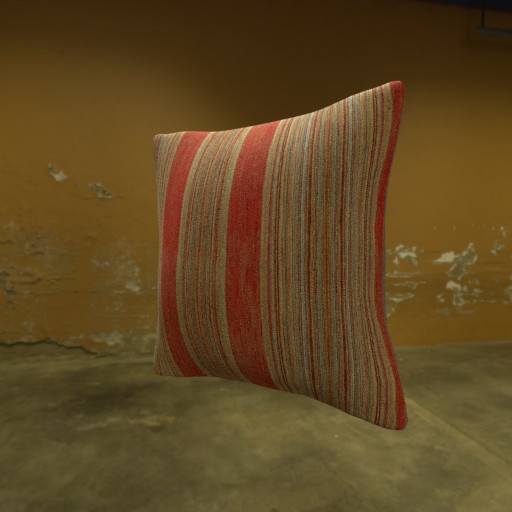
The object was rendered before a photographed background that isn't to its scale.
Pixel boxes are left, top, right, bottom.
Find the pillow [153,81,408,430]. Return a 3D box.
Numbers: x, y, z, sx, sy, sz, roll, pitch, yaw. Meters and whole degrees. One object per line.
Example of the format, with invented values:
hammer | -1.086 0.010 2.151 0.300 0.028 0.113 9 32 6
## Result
pillow | 0.000 0.000 0.648 0.437 0.419 0.136 0 1 35
